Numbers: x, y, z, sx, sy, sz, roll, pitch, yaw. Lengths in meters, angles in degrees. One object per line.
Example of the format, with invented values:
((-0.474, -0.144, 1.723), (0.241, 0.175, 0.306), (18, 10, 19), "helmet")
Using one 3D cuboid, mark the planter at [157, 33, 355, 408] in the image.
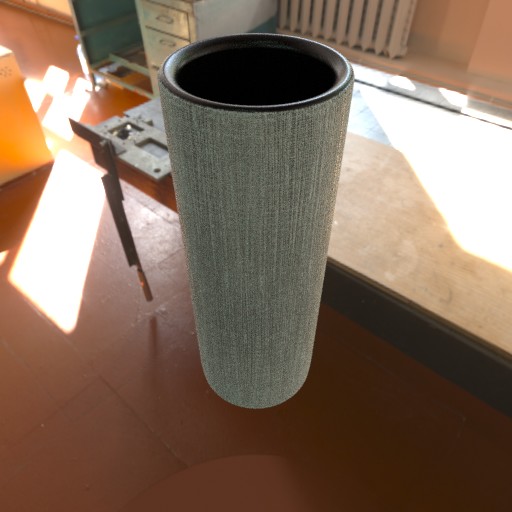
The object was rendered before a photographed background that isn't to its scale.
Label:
((0.000, 0.000, 0.319), (0.100, 0.270, 0.100), (-10, 45, -10), "planter")
